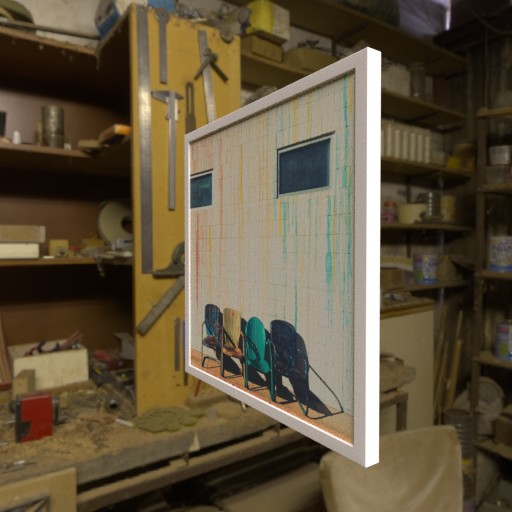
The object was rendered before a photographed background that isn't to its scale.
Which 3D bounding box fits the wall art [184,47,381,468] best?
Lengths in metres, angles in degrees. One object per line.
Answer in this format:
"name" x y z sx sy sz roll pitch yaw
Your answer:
"wall art" 0.000 0.000 1.124 0.036 0.760 0.760 -1 1 -34
